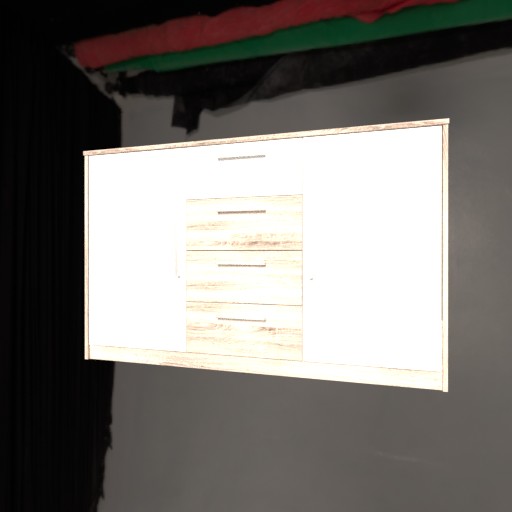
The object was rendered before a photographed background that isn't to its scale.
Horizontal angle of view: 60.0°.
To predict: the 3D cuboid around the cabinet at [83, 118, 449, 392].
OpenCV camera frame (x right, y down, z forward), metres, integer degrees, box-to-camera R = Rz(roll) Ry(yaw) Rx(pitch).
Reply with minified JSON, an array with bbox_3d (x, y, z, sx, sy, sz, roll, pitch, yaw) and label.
[{"bbox_3d":[0.000,0.000,1.845,1.450,0.900,0.380,0,0,19],"label":"cabinet"}]
